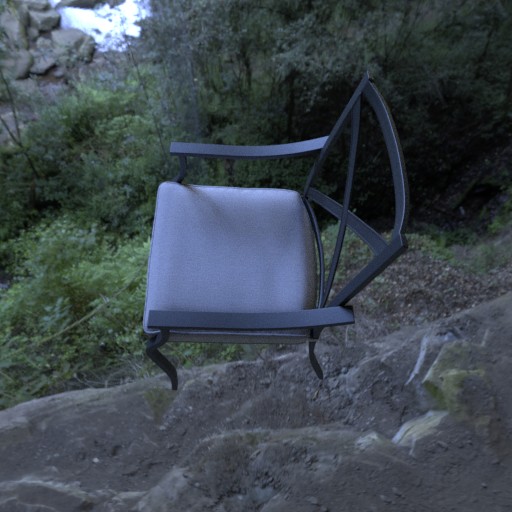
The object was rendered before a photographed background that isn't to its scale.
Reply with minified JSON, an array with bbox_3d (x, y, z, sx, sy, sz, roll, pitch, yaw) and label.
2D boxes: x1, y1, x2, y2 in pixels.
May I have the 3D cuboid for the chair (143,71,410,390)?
[{"bbox_3d":[0.000,0.000,1.302,0.620,0.889,0.575,0,59,0],"label":"chair"}]
